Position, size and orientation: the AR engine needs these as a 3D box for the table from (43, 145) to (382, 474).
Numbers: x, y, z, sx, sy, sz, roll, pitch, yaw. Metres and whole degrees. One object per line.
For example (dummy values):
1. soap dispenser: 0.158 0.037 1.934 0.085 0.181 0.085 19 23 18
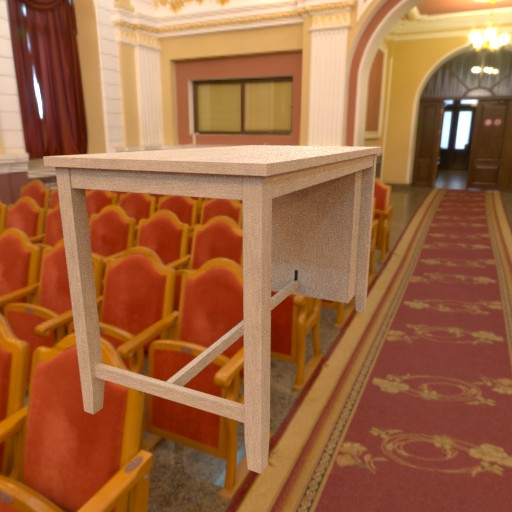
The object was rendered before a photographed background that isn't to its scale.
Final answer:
1. table: 0.000 0.000 1.886 0.729 0.874 1.397 7 17 25
